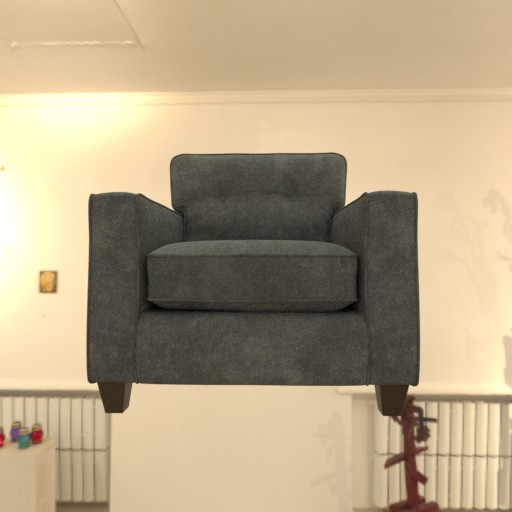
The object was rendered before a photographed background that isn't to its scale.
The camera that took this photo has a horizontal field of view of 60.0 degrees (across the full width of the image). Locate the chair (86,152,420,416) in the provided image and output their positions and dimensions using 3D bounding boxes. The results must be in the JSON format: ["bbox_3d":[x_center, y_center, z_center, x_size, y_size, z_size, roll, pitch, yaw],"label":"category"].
[{"bbox_3d":[0.000,0.000,1.753,1.015,0.965,0.939,0,-1,2],"label":"chair"}]
